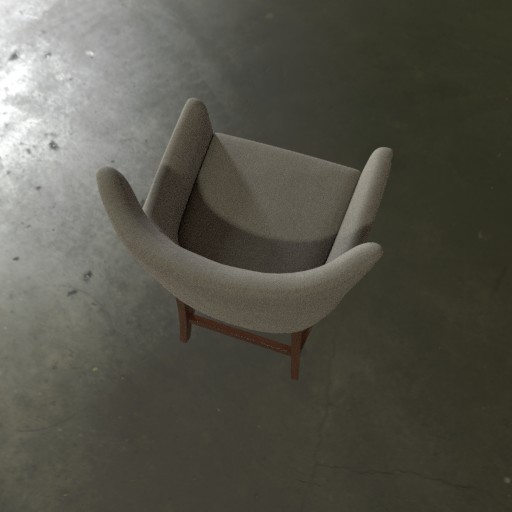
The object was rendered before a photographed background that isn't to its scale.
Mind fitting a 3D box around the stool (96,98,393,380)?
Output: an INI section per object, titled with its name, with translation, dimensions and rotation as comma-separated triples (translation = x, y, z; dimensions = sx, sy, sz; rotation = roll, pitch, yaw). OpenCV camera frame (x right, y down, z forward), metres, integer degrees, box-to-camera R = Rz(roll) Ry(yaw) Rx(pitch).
[stool]
translation = 0.000, 0.000, 1.295
dimensions = 0.575, 0.951, 0.575
rotation = 17, 66, 8
